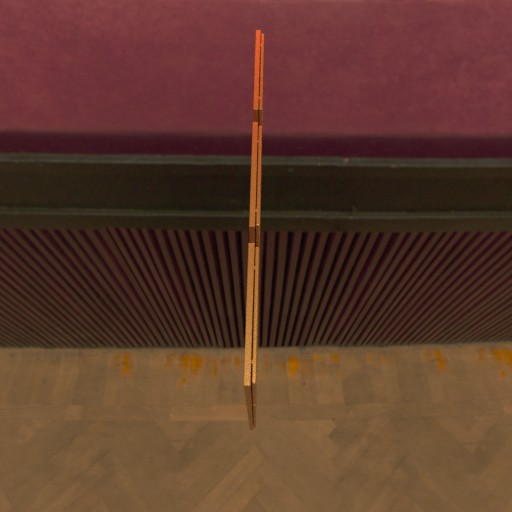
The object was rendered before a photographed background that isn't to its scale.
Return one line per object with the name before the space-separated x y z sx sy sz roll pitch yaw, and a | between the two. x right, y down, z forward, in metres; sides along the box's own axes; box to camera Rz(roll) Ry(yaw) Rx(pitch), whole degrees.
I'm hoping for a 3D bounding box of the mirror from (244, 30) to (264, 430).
mirror | 0.000 0.000 1.484 0.023 0.926 1.011 1 64 1
